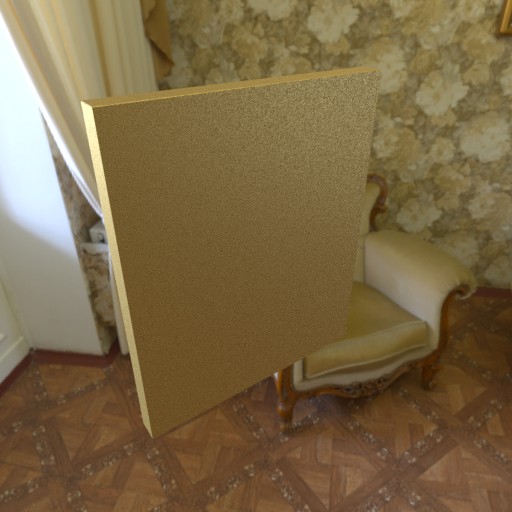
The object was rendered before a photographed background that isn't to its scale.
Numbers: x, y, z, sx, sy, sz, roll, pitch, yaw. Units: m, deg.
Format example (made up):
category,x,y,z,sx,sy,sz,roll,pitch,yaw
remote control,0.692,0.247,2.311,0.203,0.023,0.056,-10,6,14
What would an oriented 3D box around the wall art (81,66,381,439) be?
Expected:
category,x,y,z,sx,sy,sz,roll,pitch,yaw
wall art,0.000,0.000,0.868,0.537,0.642,0.048,-20,36,-30
